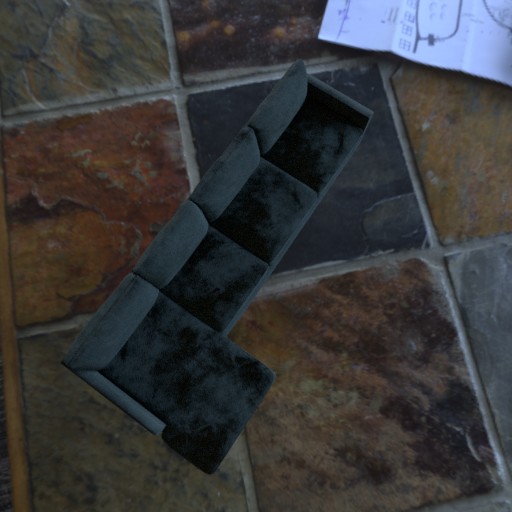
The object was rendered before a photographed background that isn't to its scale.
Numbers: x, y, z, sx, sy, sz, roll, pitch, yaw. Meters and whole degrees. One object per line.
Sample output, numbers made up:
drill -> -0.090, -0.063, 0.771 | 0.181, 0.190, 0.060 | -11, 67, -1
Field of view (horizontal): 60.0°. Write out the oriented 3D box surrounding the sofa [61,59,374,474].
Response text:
sofa -> 0.000, 0.000, 3.974 | 1.500, 0.967, 3.400 | 34, 78, 8
